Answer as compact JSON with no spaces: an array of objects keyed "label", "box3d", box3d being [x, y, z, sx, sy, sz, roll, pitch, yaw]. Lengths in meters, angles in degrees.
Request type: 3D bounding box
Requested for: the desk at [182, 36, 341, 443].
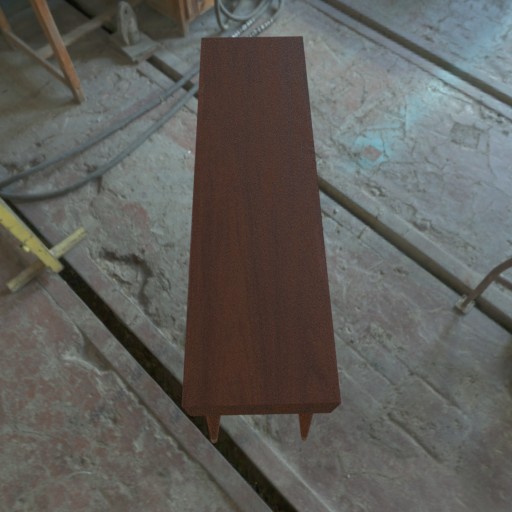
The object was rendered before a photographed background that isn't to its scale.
[{"label":"desk","box3d":[0.000,0.000,1.639,0.384,0.917,1.204,-1,63,-1]}]
